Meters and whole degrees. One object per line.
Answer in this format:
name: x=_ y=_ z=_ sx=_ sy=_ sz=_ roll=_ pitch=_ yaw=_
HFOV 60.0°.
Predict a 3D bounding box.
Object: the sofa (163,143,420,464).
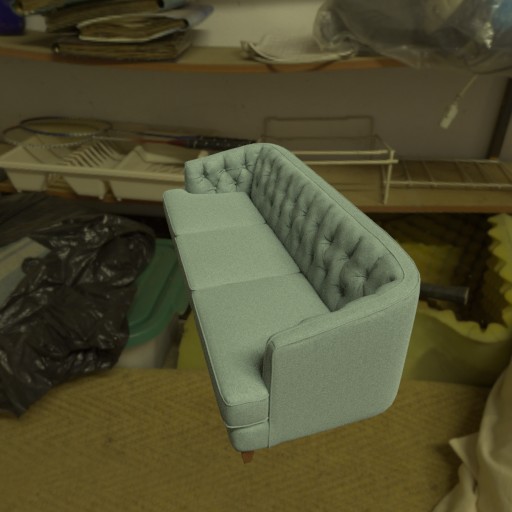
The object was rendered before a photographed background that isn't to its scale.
sofa: x=0.000 y=0.000 z=2.764 sx=0.941 sy=0.855 sz=2.278 roll=-8 pitch=31 yaw=-14
